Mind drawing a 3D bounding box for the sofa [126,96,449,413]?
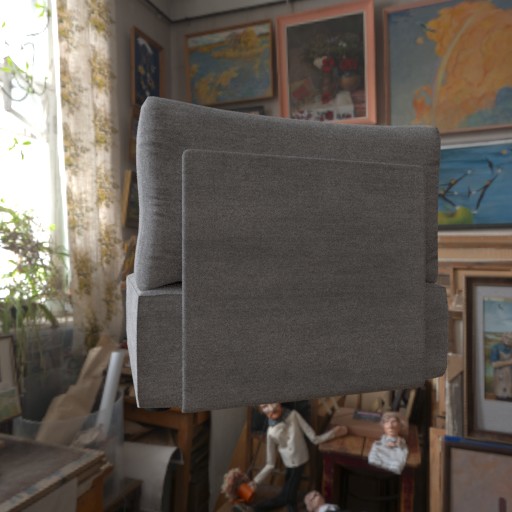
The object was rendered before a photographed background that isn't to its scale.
[{"bbox_3d":[0.000,0.000,1.691,0.930,0.820,1.000,0,0,-18],"label":"sofa"}]
